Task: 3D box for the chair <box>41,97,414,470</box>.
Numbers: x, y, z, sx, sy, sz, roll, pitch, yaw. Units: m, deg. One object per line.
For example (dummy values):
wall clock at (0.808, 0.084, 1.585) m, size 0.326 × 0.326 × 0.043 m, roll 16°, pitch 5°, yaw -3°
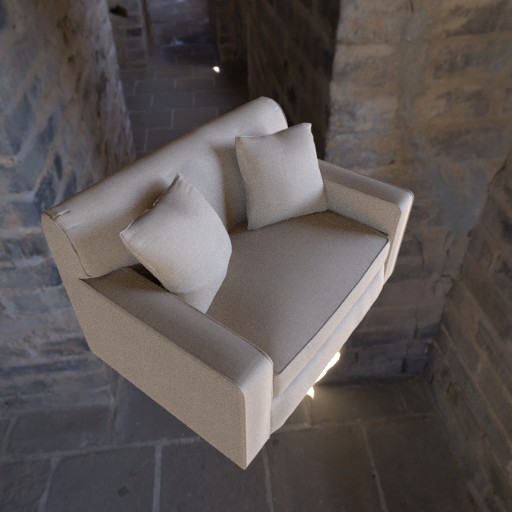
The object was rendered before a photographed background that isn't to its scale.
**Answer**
chair at (0.000, 0.000, 2.072) m, size 1.000 × 0.948 × 1.383 m, roll 26°, pitch 48°, yaw 27°
